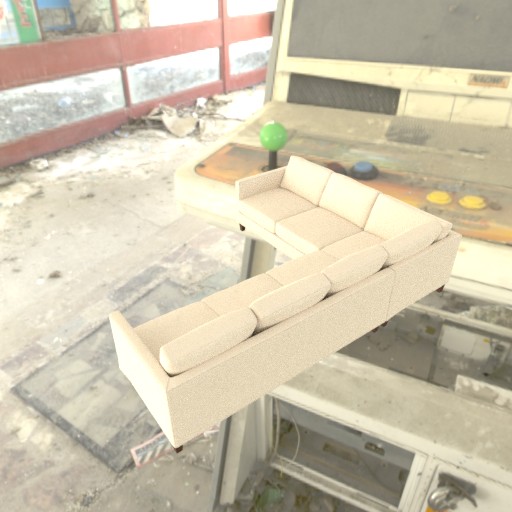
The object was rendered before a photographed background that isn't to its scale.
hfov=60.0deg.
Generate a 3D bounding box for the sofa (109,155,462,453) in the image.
[{"bbox_3d":[0.000,0.000,4.398,3.182,0.863,2.432,-22,38,-30],"label":"sofa"}]
